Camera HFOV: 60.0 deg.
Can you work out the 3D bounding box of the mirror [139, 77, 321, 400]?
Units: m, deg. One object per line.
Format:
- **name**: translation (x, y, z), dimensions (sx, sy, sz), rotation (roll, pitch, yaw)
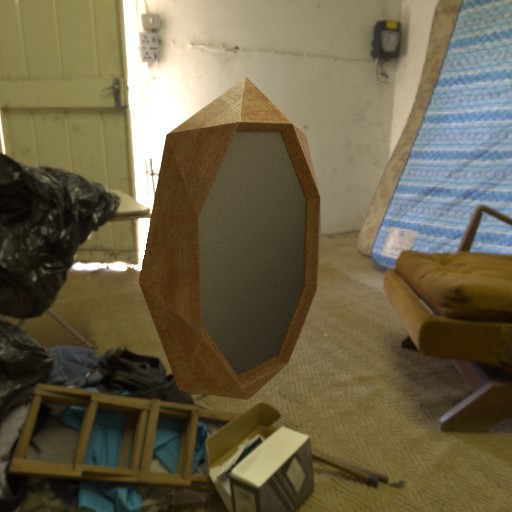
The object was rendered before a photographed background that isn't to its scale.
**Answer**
- **mirror**: translation (0.000, 0.000, 1.019), dimensions (0.070, 0.774, 0.577), rotation (14, 20, 43)
